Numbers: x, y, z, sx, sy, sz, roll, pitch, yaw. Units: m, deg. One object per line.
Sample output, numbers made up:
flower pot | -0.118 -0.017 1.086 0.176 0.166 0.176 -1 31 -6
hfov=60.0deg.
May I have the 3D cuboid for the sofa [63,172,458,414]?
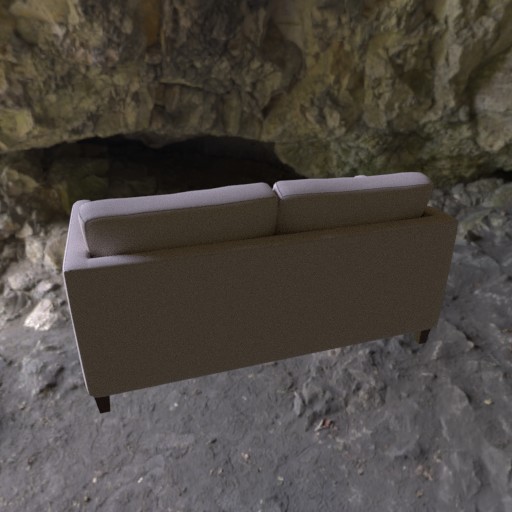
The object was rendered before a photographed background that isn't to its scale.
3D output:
sofa | 0.000 0.000 2.262 1.722 0.888 0.873 -8 26 -16
